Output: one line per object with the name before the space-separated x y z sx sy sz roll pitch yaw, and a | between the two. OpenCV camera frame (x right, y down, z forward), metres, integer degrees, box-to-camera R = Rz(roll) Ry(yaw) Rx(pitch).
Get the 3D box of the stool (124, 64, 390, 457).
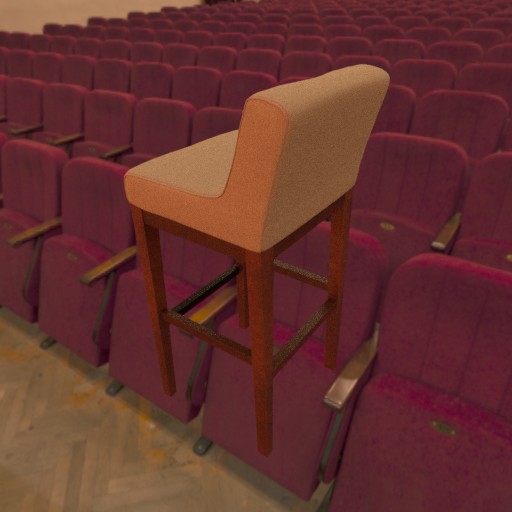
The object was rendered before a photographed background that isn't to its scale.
stool | 0.000 0.000 1.315 0.500 1.037 0.511 20 36 30
